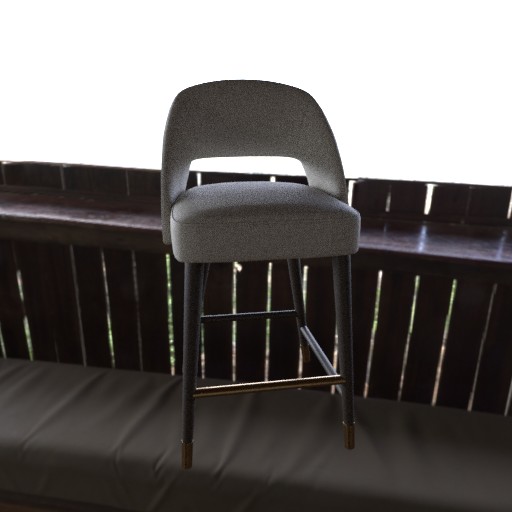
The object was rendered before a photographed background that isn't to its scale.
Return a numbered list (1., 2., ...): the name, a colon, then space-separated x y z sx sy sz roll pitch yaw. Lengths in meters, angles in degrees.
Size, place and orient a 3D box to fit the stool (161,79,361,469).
1. stool: 0.000 0.000 1.228 0.494 0.940 0.509 -3 19 -9
